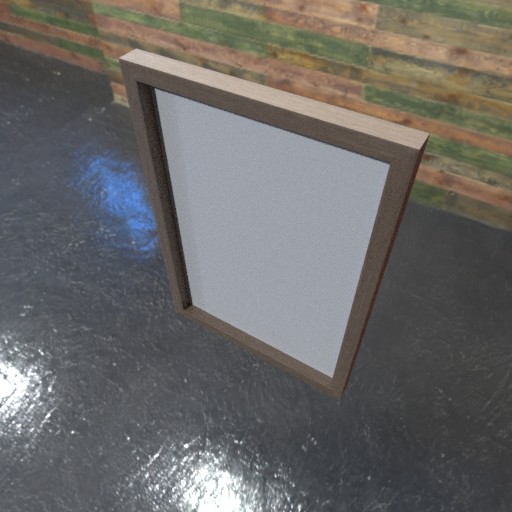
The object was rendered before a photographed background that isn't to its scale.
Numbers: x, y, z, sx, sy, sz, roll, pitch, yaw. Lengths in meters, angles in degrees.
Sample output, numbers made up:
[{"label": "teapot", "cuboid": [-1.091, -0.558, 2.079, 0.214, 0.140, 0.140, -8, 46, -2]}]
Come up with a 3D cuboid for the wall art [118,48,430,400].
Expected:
[{"label": "wall art", "cuboid": [0.000, 0.000, 0.651, 0.358, 0.510, 0.032, 24, 52, 21]}]
